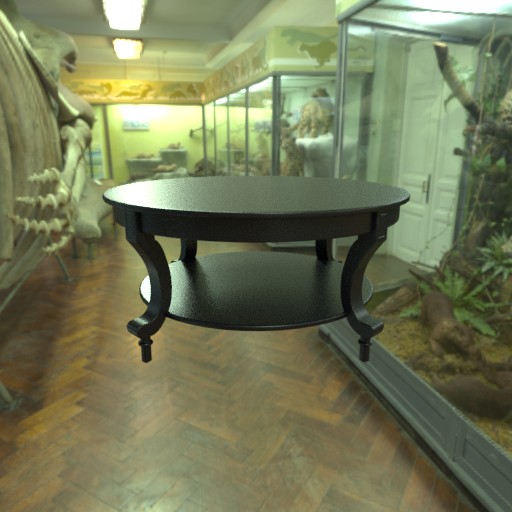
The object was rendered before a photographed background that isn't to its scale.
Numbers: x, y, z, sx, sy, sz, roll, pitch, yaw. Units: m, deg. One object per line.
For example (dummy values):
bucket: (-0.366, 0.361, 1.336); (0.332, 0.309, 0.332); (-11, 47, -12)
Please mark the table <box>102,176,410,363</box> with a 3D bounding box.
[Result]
table: (0.000, 0.000, 1.616); (1.029, 0.491, 1.029); (0, 15, 0)
